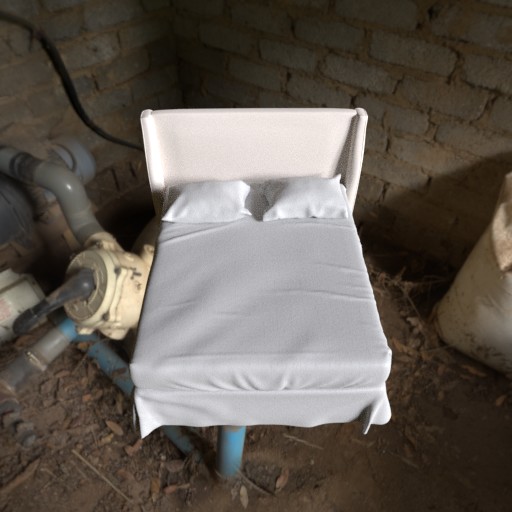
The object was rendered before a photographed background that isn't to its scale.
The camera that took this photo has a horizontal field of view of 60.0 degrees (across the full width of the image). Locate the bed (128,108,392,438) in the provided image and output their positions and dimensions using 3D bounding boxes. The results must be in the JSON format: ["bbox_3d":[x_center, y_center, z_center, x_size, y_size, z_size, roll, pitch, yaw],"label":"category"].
[{"bbox_3d":[0.000,0.000,3.434,1.925,1.332,2.276,-1,45,-1],"label":"bed"}]
